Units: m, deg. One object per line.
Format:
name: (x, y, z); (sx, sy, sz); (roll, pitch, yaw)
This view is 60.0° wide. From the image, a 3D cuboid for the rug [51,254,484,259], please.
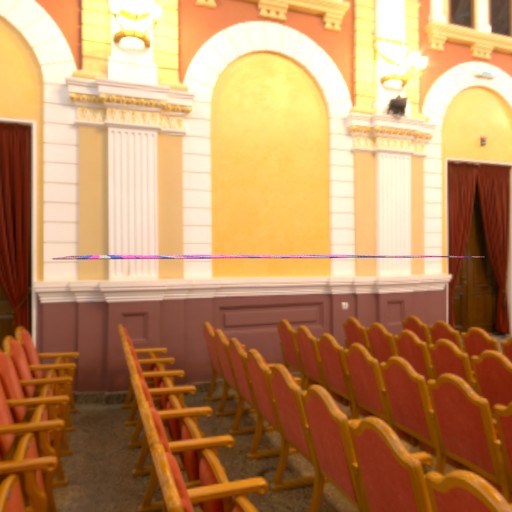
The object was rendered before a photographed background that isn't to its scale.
rug: (0.000, 0.000, 2.937); (2.350, 0.013, 1.539); (0, 0, -19)
